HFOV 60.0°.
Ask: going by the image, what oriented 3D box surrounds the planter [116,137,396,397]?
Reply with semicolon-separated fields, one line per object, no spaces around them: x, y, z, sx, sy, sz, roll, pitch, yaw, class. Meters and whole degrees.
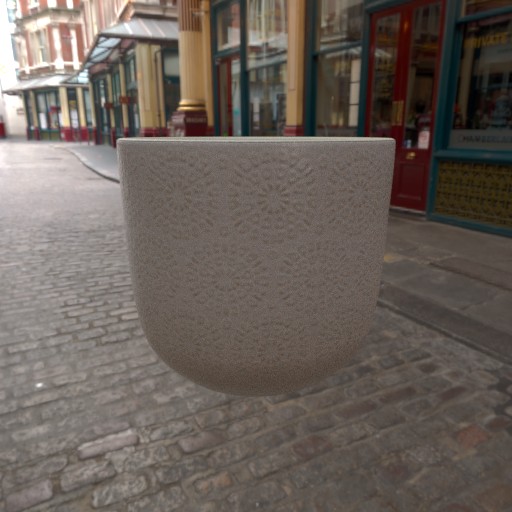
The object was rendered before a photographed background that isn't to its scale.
0.000;0.000;0.369;0.208;0.190;0.208;0;16;0;planter
